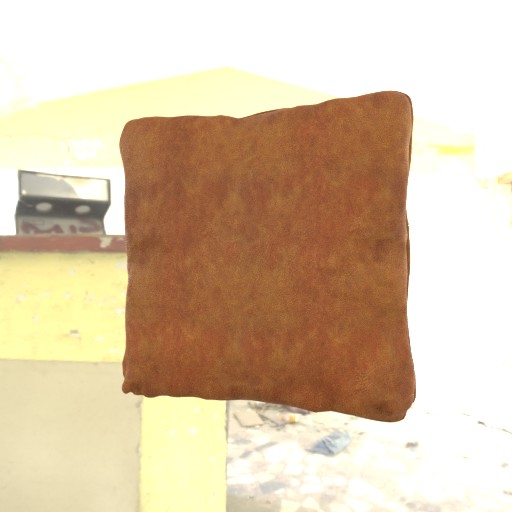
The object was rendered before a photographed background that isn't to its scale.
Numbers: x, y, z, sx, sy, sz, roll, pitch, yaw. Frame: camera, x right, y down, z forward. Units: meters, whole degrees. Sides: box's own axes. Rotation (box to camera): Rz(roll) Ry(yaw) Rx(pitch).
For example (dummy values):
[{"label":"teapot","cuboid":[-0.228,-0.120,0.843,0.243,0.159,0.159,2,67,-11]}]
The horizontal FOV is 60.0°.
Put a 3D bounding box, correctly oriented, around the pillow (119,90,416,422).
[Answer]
[{"label":"pillow","cuboid":[0.000,0.000,0.722,0.489,0.490,0.130,0,-1,18]}]
